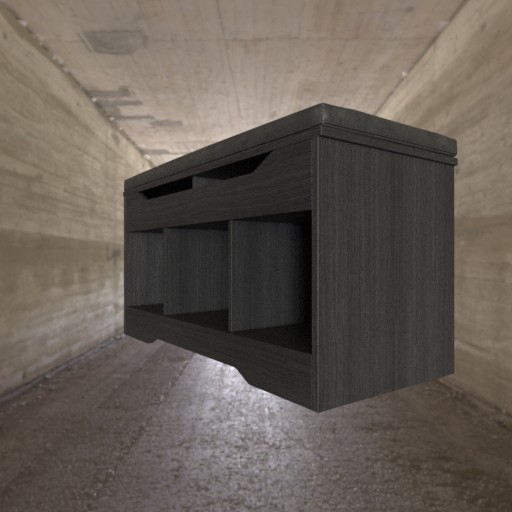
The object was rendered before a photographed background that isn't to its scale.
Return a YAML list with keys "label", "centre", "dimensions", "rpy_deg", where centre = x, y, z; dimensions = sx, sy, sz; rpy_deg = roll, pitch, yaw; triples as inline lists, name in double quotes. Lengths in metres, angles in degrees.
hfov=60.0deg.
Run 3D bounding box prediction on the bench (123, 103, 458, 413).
- label: "bench"
  centre: [0.000, 0.000, 1.182]
  dimensions: [0.401, 0.501, 0.905]
  rpy_deg: [0, 0, -36]
